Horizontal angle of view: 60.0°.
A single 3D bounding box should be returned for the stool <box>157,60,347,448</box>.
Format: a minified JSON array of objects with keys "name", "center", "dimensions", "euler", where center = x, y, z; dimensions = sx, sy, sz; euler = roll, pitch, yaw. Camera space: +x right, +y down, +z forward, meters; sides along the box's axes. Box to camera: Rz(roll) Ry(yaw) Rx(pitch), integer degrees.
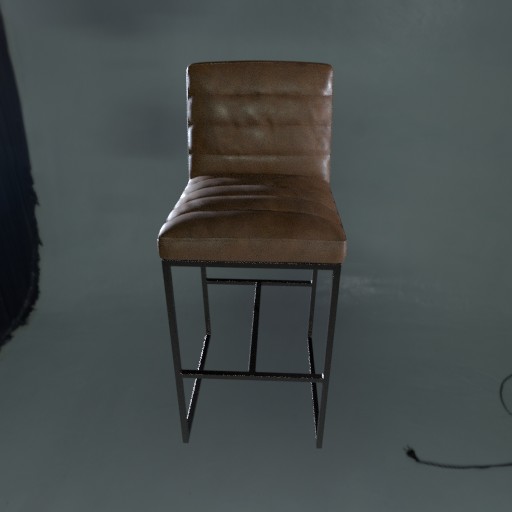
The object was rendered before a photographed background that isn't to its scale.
[{"name":"stool","center":[0.000,0.000,1.370],"dimensions":[0.463,1.065,0.562],"euler":[1,29,2]}]
